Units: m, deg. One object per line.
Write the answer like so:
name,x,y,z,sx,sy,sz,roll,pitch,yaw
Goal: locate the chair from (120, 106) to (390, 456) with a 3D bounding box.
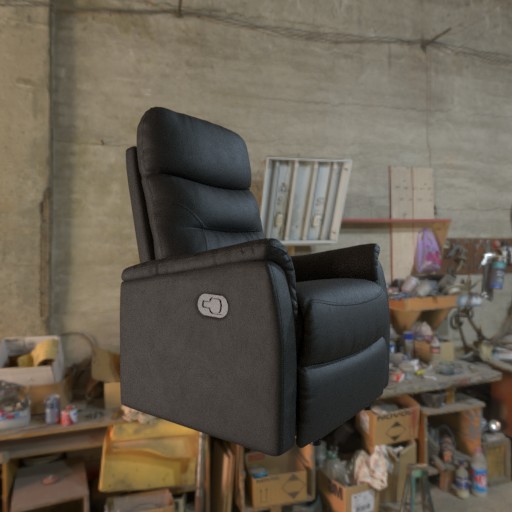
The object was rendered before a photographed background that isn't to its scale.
chair,0.000,0.000,1.628,0.831,1.082,0.775,0,0,37
